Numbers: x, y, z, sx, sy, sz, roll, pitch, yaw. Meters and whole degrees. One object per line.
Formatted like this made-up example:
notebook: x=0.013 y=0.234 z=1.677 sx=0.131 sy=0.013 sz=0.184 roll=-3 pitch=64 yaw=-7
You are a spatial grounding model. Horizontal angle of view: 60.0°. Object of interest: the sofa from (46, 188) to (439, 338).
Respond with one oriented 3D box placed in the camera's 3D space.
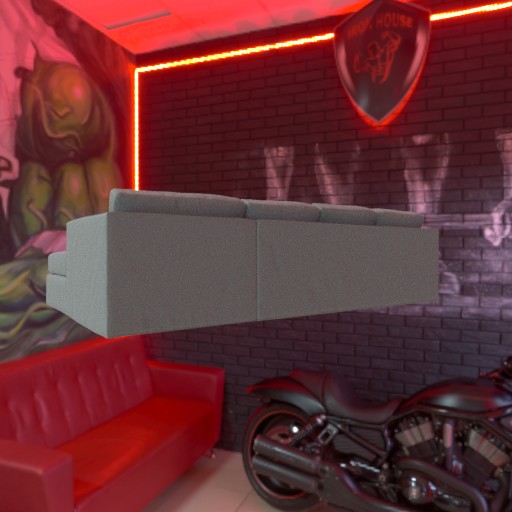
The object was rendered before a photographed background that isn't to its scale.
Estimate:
sofa: x=0.000 y=0.000 z=3.973 sx=3.177 sy=0.867 sz=1.622 roll=0 pitch=1 yaw=-36
